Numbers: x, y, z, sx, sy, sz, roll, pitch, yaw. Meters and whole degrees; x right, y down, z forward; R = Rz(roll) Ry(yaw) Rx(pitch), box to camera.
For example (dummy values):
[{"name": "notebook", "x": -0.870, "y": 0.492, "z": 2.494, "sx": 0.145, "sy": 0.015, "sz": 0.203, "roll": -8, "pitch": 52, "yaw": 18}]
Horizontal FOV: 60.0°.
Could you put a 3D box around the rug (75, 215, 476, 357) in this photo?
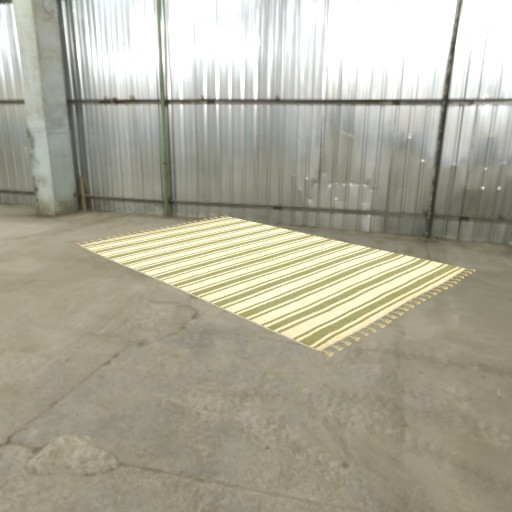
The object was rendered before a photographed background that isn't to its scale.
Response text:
[{"name": "rug", "x": 0.000, "y": 0.000, "z": 3.106, "sx": 1.540, "sy": 0.018, "sz": 2.435, "roll": -16, "pitch": 23, "yaw": -42}]
